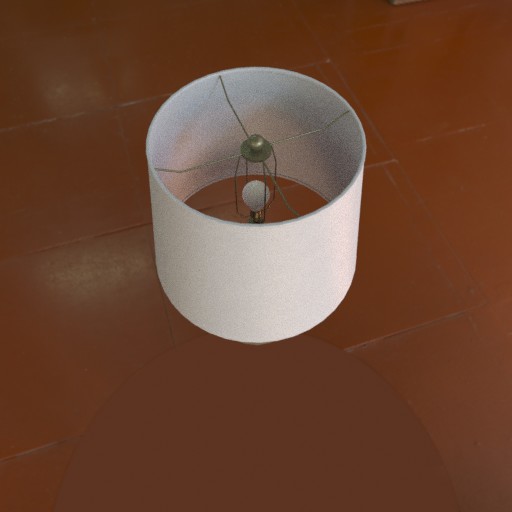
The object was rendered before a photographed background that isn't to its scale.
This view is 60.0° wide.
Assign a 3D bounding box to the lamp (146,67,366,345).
[{"bbox_3d":[0.000,0.000,0.551,0.239,0.399,0.239,0,59,0],"label":"lamp"}]
